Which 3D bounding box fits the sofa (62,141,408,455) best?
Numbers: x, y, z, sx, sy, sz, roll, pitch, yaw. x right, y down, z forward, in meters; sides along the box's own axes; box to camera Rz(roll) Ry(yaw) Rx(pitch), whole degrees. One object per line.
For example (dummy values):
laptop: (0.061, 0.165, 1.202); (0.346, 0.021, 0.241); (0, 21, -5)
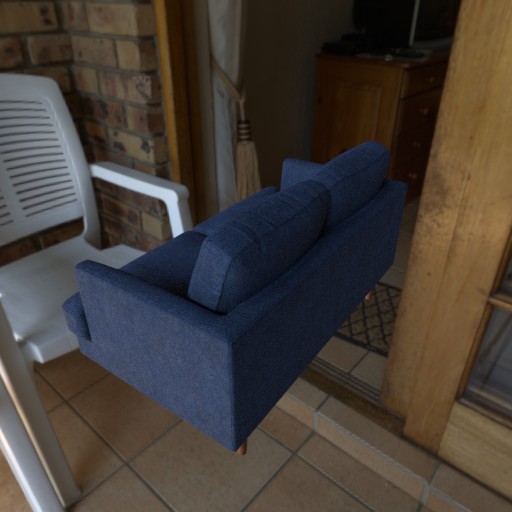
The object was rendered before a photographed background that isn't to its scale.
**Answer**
sofa: (0.000, 0.000, 2.158); (0.903, 0.944, 1.582); (20, 36, 30)
